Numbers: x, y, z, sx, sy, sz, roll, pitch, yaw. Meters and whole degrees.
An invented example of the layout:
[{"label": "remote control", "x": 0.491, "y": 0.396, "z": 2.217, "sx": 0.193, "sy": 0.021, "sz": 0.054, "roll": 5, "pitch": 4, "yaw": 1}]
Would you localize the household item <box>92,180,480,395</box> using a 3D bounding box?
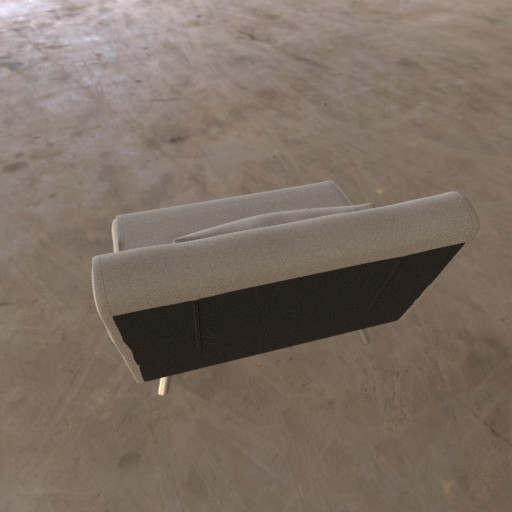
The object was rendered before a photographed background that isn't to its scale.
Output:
[{"label": "household item", "x": 0.000, "y": 0.000, "z": 1.600, "sx": 1.000, "sy": 0.800, "sz": 0.874, "roll": -11, "pitch": 43, "yaw": -12}]
